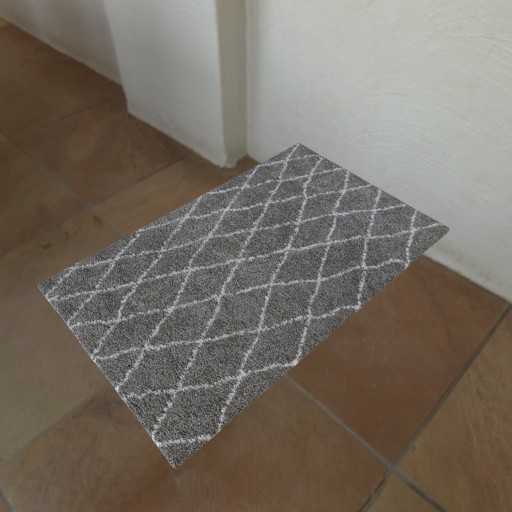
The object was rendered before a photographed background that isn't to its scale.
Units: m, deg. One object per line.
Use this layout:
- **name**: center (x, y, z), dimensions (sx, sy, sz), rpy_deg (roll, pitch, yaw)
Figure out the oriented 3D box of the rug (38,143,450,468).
- **rug**: center (0.000, 0.000, 3.040), dimensions (2.438, 0.030, 1.524), rpy_deg (-34, 55, -27)
